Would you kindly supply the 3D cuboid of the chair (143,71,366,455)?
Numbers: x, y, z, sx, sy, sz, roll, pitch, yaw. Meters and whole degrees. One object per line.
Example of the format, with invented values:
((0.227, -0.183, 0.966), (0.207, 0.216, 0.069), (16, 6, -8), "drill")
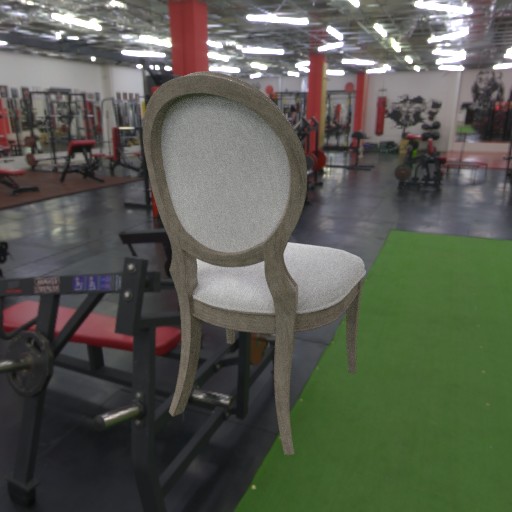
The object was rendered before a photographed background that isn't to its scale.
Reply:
((0.000, 0.000, 1.336), (0.558, 0.990, 0.602), (8, 19, 24), "chair")
